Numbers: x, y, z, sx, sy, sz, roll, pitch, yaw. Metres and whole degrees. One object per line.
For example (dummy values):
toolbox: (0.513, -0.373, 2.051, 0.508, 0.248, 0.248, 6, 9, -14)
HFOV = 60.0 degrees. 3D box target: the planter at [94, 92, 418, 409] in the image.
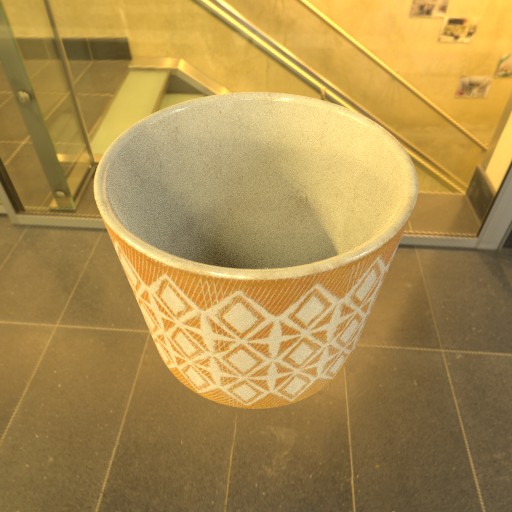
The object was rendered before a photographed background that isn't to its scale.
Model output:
planter: (0.000, 0.000, 0.329, 0.193, 0.165, 0.193, 0, 45, 0)
